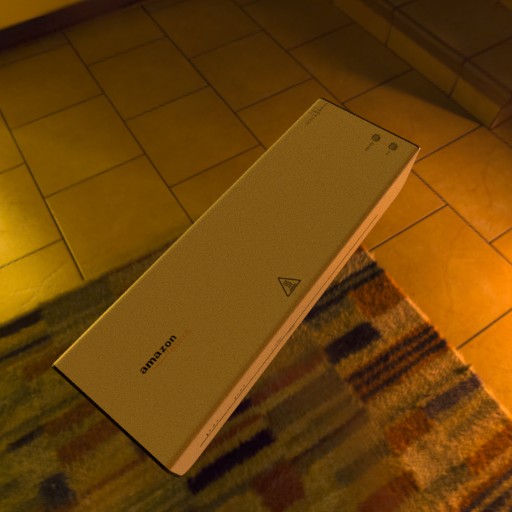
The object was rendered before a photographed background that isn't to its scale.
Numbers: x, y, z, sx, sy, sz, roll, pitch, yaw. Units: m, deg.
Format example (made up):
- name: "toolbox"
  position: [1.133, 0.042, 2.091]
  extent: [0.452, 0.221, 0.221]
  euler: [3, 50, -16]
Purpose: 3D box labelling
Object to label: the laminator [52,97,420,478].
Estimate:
- name: "laminator"
  position: [0.000, 0.000, 0.385]
  extent: [0.123, 0.062, 0.340]
  euler: [34, 66, 18]
